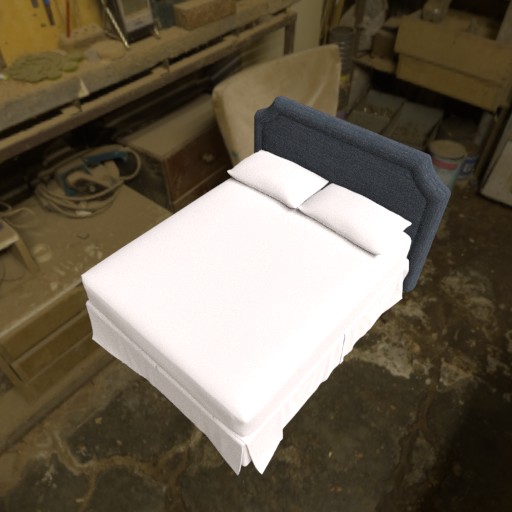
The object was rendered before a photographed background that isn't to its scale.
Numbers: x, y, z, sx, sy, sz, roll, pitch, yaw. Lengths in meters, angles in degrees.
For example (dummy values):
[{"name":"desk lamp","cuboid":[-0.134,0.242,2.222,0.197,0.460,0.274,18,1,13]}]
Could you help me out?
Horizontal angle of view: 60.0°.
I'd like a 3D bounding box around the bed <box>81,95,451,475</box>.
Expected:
[{"name":"bed","cuboid":[0.000,0.000,3.316,1.828,1.297,2.208,32,54,27]}]
